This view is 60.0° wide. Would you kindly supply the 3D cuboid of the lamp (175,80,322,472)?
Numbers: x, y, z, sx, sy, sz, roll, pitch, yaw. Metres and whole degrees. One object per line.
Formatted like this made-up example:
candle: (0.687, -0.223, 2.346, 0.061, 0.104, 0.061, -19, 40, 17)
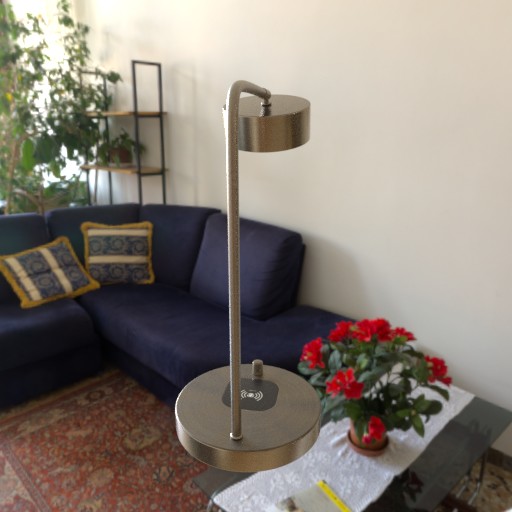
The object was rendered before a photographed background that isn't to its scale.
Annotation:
lamp: (0.000, 0.000, 0.648, 0.211, 0.469, 0.334, 3, 16, 10)
